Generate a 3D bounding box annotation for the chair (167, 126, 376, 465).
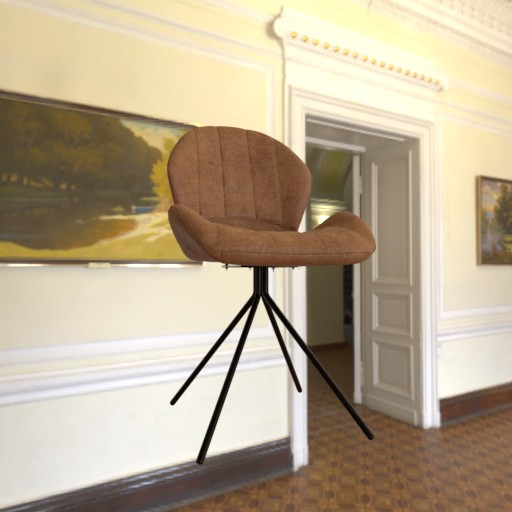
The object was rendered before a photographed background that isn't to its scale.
[{"bbox_3d":[0.000,0.000,1.295,0.527,0.929,0.640,0,-1,-18],"label":"chair"}]
